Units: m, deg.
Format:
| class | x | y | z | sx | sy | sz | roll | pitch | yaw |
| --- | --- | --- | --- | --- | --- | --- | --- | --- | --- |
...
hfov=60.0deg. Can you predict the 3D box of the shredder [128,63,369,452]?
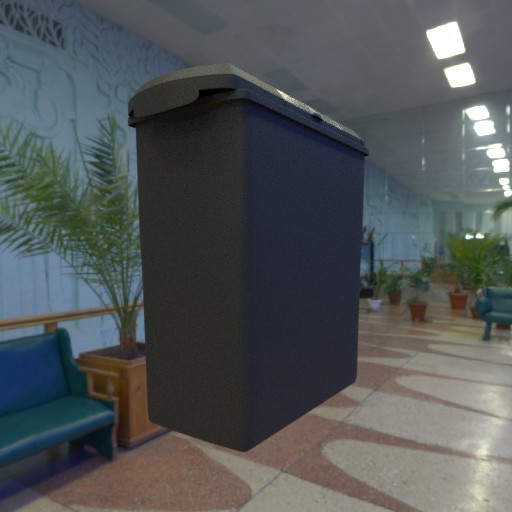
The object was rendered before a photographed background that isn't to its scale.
| class | x | y | z | sx | sy | sz | roll | pitch | yaw |
| --- | --- | --- | --- | --- | --- | --- | --- | --- | --- |
| shredder | 0.000 | 0.000 | 0.519 | 0.170 | 0.335 | 0.320 | 1 | 1 | 35 |
